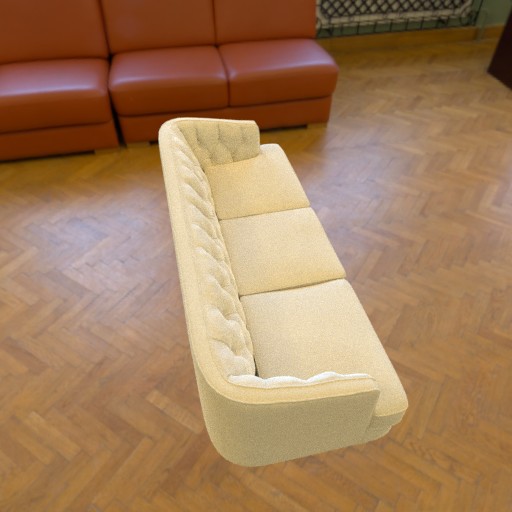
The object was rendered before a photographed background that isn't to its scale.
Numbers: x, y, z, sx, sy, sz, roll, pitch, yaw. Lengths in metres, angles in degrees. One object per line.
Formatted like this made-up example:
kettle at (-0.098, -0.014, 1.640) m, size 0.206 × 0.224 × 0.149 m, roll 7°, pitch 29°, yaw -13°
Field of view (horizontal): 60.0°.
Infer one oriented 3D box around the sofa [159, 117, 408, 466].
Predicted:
sofa at (0.000, 0.000, 2.711) m, size 0.941 × 0.855 × 2.278 m, roll -10°, pitch 47°, yaw -9°
